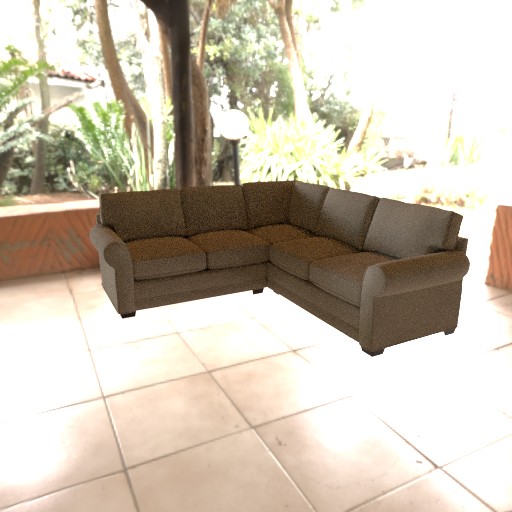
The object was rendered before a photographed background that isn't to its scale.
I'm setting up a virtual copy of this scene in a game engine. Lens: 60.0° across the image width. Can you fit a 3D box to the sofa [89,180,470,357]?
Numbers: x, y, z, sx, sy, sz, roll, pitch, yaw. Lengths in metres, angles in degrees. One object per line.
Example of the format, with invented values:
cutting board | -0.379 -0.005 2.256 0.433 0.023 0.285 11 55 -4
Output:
sofa | 0.000 0.000 3.949 2.487 1.054 2.569 -8 17 -27
